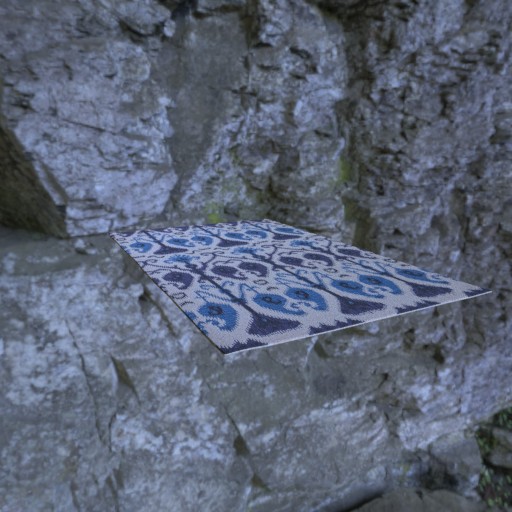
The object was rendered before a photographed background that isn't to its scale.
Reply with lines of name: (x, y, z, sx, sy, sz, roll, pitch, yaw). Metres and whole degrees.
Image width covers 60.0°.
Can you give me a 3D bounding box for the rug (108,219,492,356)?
rug: (0.000, 0.000, 2.109, 1.072, 0.013, 1.698, -8, 17, -27)
